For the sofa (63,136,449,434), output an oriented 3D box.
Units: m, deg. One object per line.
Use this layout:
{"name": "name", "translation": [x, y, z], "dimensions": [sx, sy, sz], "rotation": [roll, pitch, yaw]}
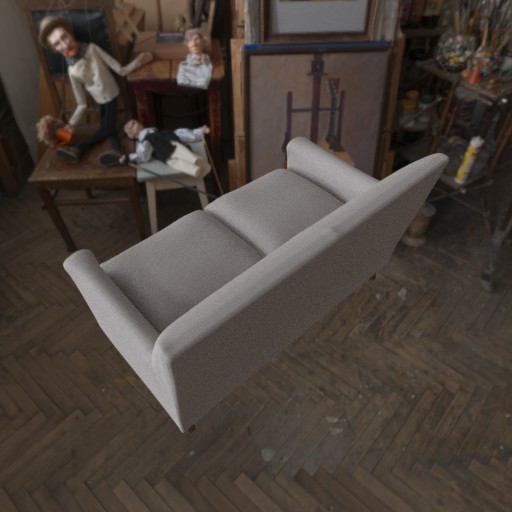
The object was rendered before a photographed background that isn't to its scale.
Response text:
{"name": "sofa", "translation": [0.000, 0.000, 2.113], "dimensions": [1.482, 0.890, 0.888], "rotation": [-33, 55, -28]}
